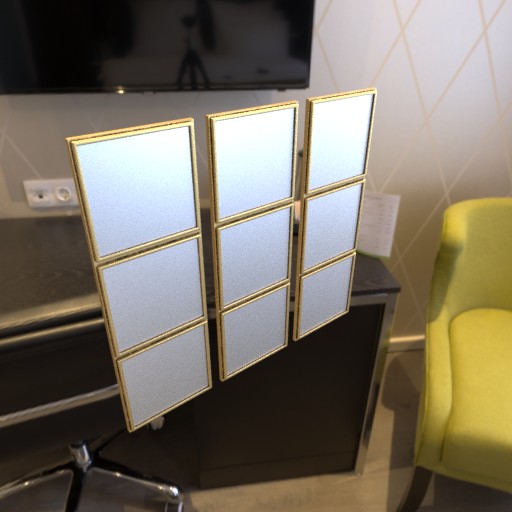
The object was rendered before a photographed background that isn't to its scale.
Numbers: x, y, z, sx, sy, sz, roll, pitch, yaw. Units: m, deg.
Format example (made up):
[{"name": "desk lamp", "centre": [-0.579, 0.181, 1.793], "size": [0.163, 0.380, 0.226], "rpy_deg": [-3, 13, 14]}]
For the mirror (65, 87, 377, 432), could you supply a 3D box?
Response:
[{"name": "mirror", "centre": [0.000, 0.000, 1.433], "size": [1.011, 0.926, 0.023], "rpy_deg": [-21, 36, -32]}]
